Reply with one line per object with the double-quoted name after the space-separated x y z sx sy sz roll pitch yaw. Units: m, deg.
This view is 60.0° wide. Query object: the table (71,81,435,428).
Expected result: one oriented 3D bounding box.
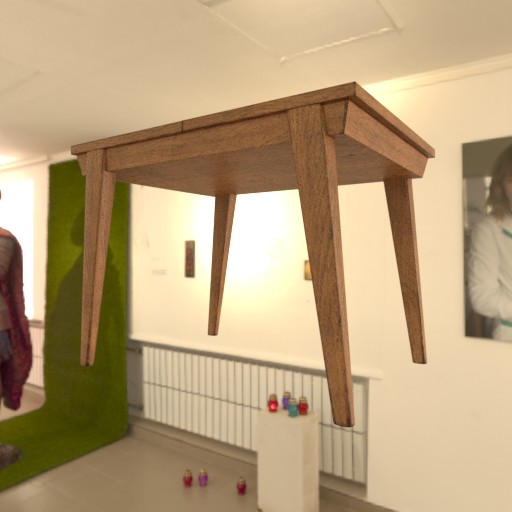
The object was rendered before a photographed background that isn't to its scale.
0.000 0.000 1.555 1.027 0.760 0.757 0 0 34 "table"
